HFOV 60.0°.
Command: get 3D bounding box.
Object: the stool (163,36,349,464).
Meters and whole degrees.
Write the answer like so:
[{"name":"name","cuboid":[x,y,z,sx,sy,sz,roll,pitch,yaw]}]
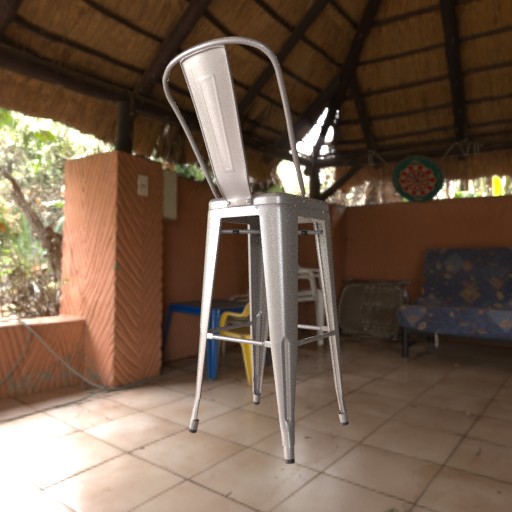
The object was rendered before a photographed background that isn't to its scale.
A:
[{"name":"stool","cuboid":[0.000,0.000,1.349,0.399,1.096,0.513,0,-1,36]}]
